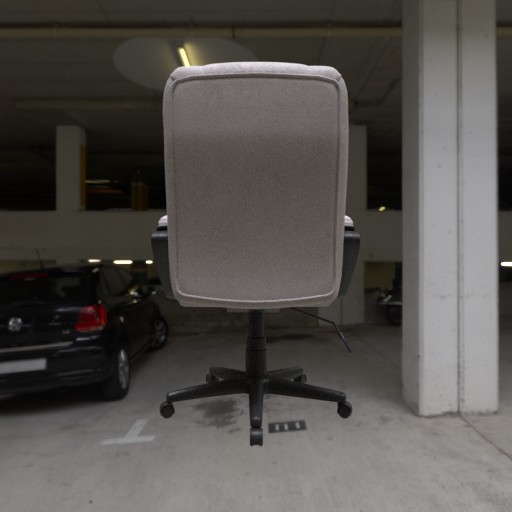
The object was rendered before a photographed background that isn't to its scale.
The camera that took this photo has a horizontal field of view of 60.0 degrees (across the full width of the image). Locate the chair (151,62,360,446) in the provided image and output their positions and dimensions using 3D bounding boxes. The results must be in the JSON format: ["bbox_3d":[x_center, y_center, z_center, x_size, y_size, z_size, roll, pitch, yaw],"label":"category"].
[{"bbox_3d":[0.000,0.000,1.576,0.667,1.105,0.724,0,0,0],"label":"chair"}]
